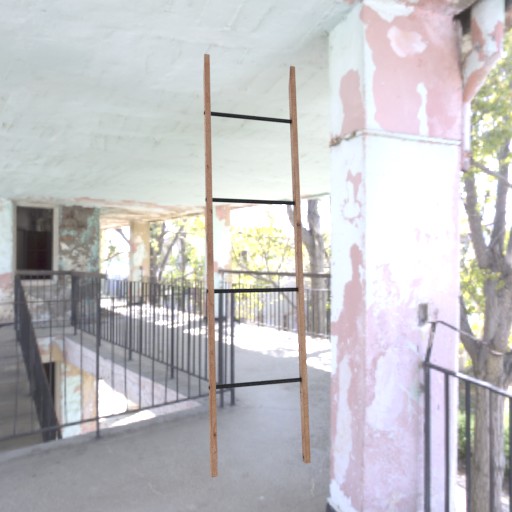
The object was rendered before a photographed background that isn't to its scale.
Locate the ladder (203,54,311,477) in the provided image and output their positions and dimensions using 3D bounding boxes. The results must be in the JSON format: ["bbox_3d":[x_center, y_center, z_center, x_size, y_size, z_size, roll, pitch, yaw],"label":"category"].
[{"bbox_3d":[0.000,0.000,1.965,0.442,1.805,0.200,0,-1,-17],"label":"ladder"}]
